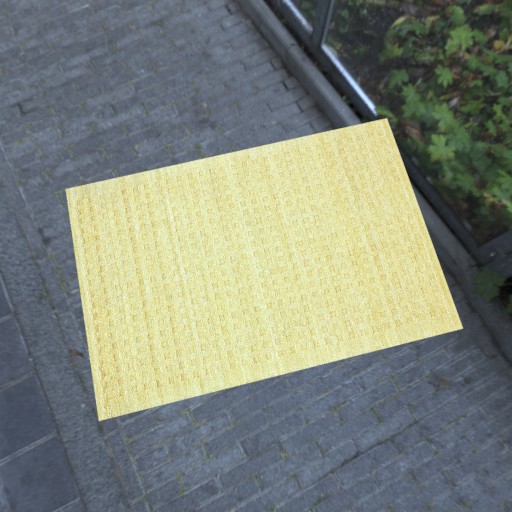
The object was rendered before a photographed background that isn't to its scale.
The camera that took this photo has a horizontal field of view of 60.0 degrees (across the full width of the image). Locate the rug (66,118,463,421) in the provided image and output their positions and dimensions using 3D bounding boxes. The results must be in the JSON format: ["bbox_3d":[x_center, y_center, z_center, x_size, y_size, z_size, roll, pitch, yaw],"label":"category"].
[{"bbox_3d":[0.000,0.000,2.886,2.286,0.006,1.524,-13,75,-4],"label":"rug"}]
